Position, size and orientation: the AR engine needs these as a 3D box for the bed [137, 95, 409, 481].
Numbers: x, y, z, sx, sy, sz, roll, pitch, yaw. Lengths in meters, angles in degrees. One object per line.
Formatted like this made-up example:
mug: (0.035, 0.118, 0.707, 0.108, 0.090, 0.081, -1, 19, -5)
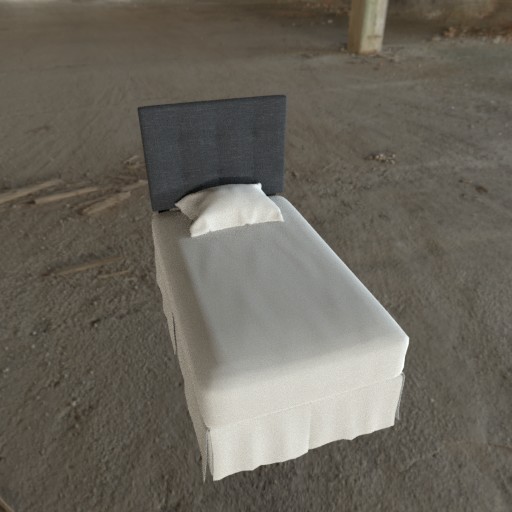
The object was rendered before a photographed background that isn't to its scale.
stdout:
bed: (0.000, 0.000, 2.966, 1.261, 1.571, 1.997, -11, 35, -16)
